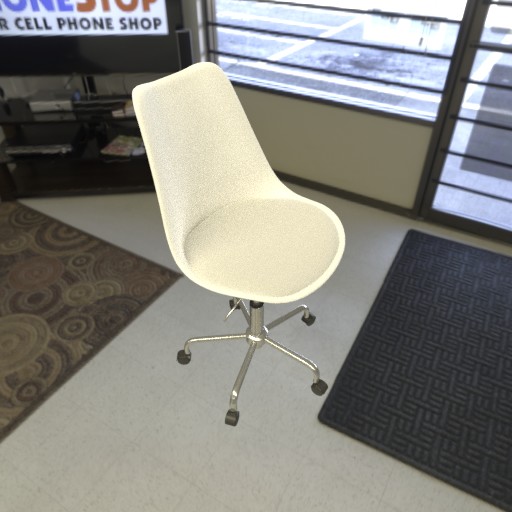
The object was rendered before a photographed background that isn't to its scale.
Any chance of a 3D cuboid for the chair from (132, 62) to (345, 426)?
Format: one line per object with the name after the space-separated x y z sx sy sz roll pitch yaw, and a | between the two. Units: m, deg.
0.000 0.000 1.280 0.550 0.930 0.550 23 45 26 | chair
